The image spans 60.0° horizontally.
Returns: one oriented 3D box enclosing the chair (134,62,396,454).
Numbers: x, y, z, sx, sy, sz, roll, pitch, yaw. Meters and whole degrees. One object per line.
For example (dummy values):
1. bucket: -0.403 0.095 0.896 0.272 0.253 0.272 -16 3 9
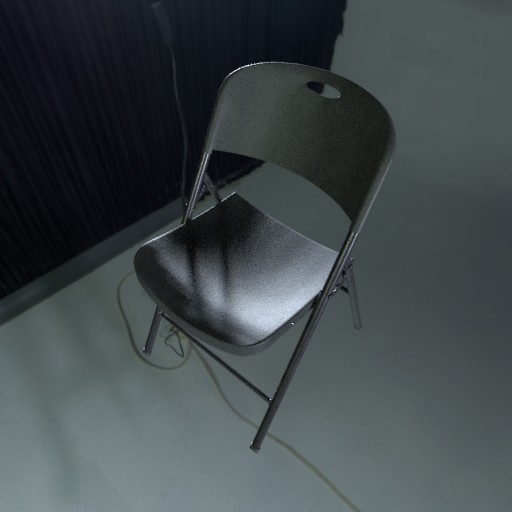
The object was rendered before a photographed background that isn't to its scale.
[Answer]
1. chair: 0.000 0.000 1.182 0.494 0.810 0.566 32 55 27
